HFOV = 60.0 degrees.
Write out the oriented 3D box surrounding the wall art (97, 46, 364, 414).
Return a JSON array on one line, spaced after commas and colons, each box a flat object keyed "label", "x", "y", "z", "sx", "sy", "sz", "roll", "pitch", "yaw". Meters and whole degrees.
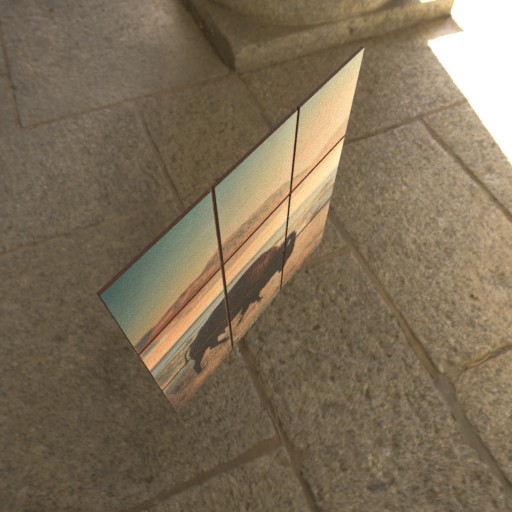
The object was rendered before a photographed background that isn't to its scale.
[{"label": "wall art", "x": 0.000, "y": 0.000, "z": 1.810, "sx": 0.019, "sy": 1.218, "sz": 1.221, "roll": 33, "pitch": 64, "yaw": 19}]
